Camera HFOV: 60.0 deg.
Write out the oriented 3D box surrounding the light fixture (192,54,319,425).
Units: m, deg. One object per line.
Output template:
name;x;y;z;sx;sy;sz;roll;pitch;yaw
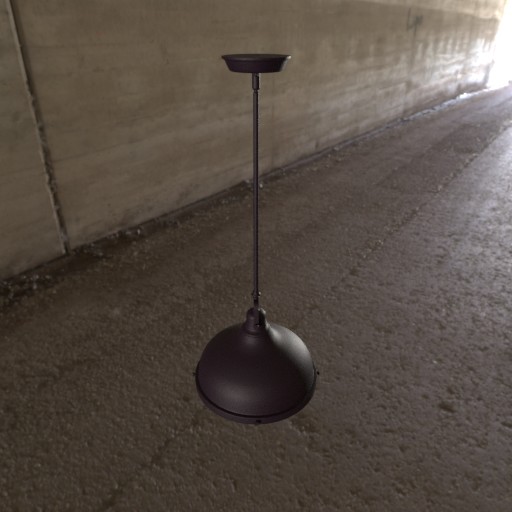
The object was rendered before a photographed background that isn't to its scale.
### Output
light fixture;0.000;0.000;1.029;0.341;0.849;0.341;0;28;-1
